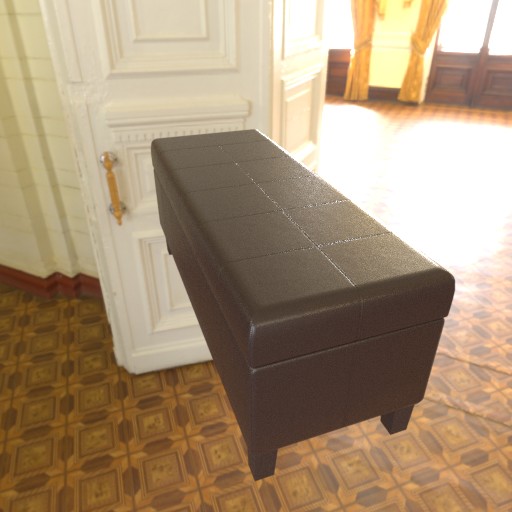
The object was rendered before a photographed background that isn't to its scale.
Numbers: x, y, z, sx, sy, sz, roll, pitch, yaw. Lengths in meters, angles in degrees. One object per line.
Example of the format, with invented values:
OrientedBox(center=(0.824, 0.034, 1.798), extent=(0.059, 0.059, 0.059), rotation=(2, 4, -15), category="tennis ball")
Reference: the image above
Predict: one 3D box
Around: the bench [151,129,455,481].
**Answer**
OrientedBox(center=(0.000, 0.000, 1.314), extent=(0.429, 0.457, 1.092), rotation=(-10, 32, -17), category="bench")
